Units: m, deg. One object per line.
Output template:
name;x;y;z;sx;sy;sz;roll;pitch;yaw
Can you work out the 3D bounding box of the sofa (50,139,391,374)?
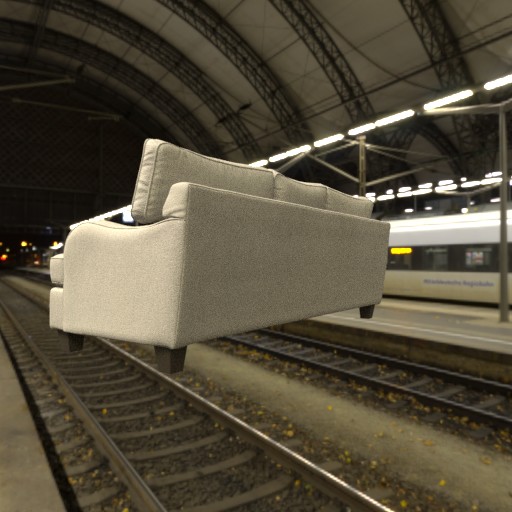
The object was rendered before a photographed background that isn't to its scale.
sofa;0.000;0.000;2.918;1.016;0.991;2.323;0;-1;36
